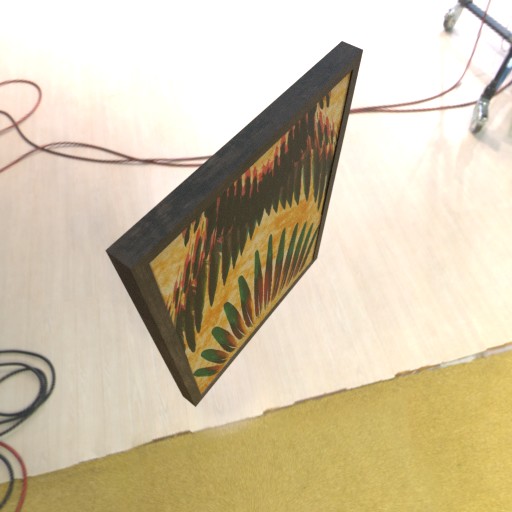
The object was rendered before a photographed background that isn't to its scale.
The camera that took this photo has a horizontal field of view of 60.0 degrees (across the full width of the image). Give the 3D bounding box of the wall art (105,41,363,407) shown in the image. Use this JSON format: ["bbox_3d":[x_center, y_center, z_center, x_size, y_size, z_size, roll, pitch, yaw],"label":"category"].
[{"bbox_3d":[0.000,0.000,0.562,0.027,0.406,0.329,33,64,19],"label":"wall art"}]
